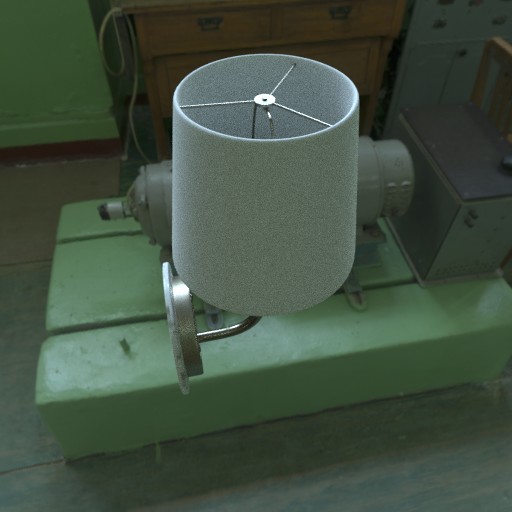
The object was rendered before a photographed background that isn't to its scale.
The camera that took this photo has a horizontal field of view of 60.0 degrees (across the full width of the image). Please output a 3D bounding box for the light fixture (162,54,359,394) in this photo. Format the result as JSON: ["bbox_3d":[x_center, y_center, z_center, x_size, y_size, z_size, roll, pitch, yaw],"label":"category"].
[{"bbox_3d":[0.000,0.000,0.434,0.188,0.337,0.168,-9,48,-8],"label":"light fixture"}]
